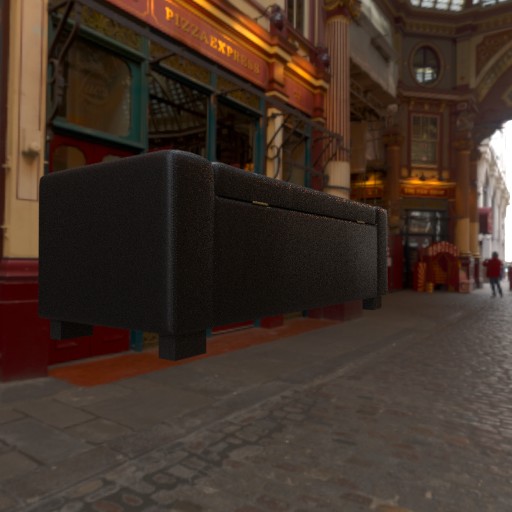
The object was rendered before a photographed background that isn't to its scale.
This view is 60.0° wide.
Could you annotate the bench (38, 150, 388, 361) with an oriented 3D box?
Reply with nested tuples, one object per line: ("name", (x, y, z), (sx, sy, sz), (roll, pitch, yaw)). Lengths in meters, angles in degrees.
("bench", (0.000, 0.000, 1.549), (0.508, 0.445, 1.296), (0, -1, 35))
